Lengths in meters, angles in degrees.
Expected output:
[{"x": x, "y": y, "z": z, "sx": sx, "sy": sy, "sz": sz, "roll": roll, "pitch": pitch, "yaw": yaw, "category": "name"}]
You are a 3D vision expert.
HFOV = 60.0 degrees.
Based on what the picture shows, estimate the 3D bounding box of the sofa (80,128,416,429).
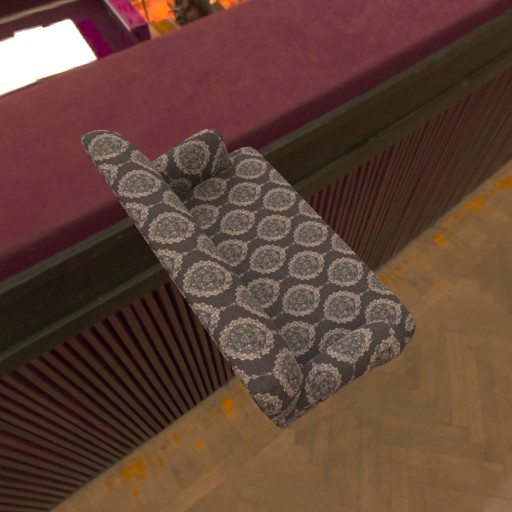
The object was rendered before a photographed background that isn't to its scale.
[{"x": 0.000, "y": 0.000, "z": 1.822, "sx": 0.779, "sy": 0.867, "sz": 1.297, "roll": -31, "pitch": 63, "yaw": -17, "category": "sofa"}]
